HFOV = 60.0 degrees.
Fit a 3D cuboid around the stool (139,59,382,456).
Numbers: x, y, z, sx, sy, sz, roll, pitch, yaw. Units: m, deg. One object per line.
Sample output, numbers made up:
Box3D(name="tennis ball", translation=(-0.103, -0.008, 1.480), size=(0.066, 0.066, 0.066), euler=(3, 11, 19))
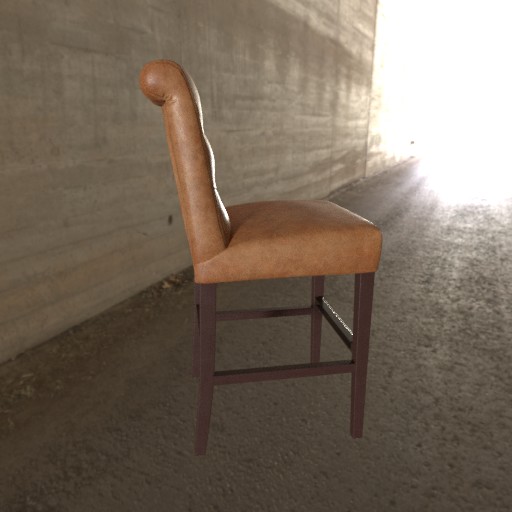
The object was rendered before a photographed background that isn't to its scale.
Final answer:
Box3D(name="stool", translation=(0.000, 0.000, 1.355), size=(0.601, 1.047, 0.493), euler=(-3, 17, -9))
